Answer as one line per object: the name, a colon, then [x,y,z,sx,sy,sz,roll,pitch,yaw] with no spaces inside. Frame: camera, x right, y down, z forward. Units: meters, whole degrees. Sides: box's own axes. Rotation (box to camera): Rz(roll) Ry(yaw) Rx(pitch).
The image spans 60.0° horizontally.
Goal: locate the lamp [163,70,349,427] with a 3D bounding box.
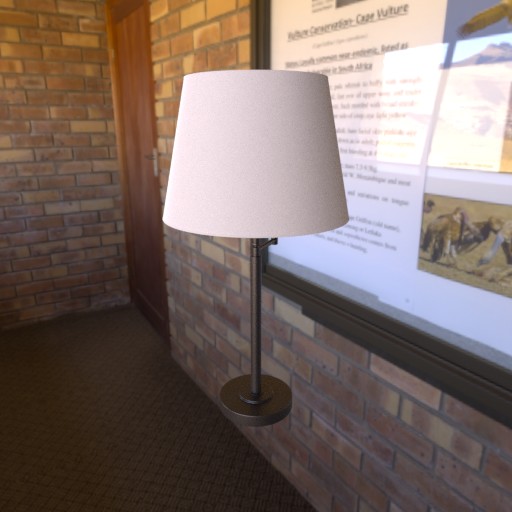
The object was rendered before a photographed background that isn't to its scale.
lamp: [0.000,0.000,0.903,0.363,0.696,0.363,0,17,0]
